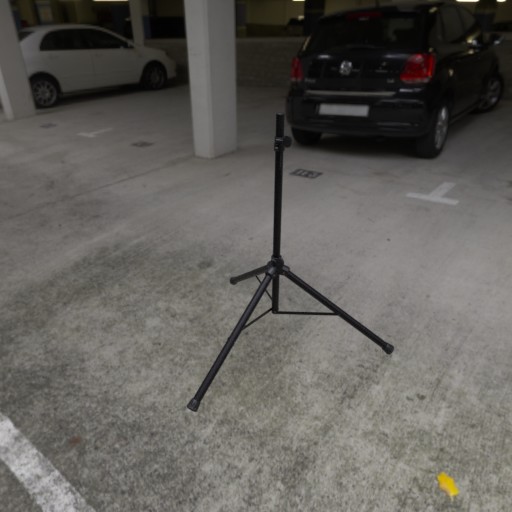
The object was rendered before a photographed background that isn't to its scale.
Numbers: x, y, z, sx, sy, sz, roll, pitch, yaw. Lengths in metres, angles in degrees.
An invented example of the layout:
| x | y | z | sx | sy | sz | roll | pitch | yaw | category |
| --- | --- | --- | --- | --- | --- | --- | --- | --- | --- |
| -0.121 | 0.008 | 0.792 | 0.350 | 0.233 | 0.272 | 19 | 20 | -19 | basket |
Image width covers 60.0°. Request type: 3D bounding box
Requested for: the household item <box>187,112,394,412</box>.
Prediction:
| x | y | z | sx | sy | sz | roll | pitch | yaw | category |
| --- | --- | --- | --- | --- | --- | --- | --- | --- | --- |
| 0.000 | 0.000 | 1.895 | 1.045 | 1.136 | 0.907 | 22 | 37 | 33 | household item |
